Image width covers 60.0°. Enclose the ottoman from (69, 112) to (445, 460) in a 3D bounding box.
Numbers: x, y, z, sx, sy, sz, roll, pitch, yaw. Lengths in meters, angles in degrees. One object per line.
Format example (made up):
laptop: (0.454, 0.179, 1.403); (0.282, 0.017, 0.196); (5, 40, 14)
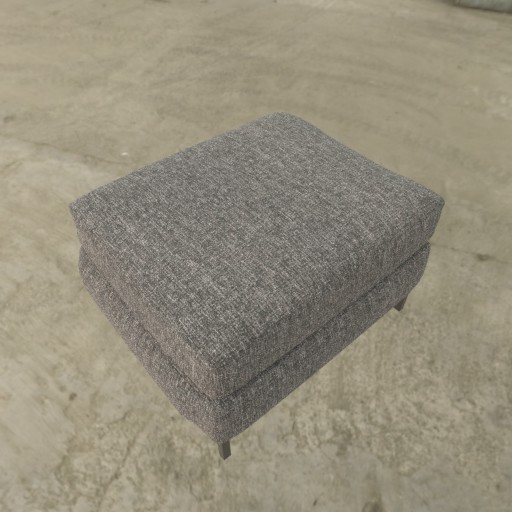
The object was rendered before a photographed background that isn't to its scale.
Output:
ottoman: (0.000, 0.000, 1.259); (0.828, 0.480, 0.683); (-32, 54, -27)
